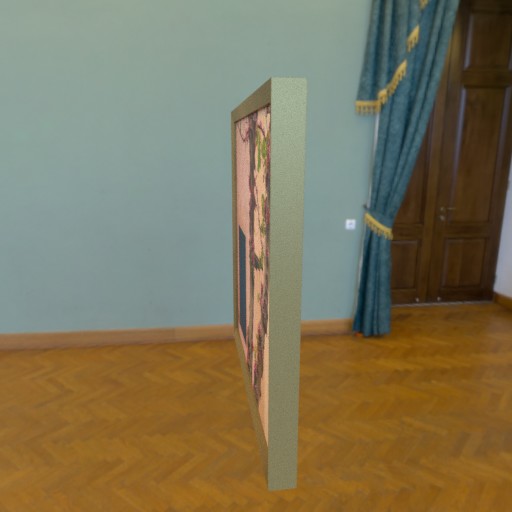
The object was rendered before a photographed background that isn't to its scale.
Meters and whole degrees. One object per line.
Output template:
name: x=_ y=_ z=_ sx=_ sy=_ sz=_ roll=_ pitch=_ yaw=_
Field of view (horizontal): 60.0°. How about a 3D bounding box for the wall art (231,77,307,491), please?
wall art: x=0.000 y=0.000 z=0.765 sx=0.038 sy=0.508 sz=0.507 roll=-2 pitch=14 yaw=-8
